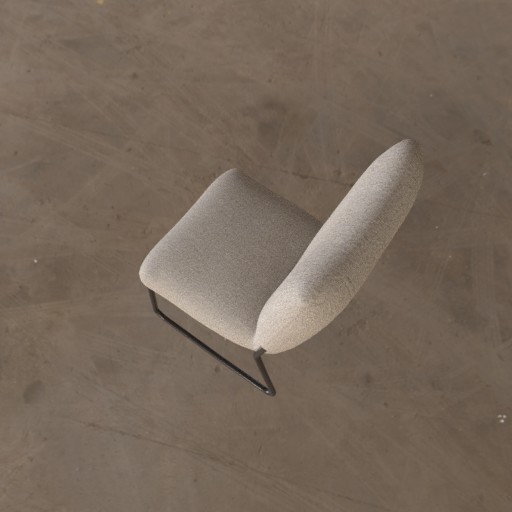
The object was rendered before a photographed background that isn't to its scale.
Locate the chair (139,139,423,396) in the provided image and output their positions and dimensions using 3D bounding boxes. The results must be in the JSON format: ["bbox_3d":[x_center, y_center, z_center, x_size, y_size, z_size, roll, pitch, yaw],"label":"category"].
[{"bbox_3d":[0.000,0.000,1.178,0.560,0.864,0.448,32,68,15],"label":"chair"}]
